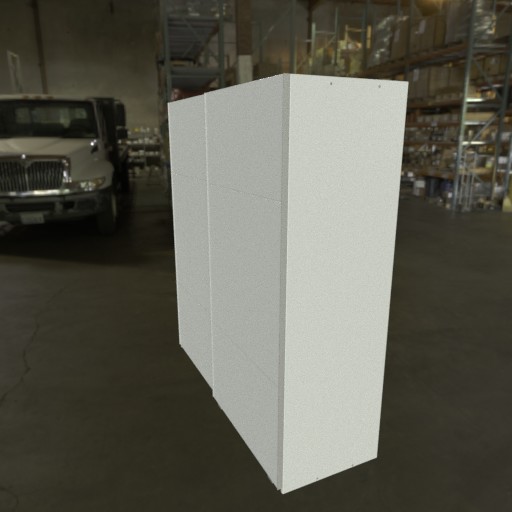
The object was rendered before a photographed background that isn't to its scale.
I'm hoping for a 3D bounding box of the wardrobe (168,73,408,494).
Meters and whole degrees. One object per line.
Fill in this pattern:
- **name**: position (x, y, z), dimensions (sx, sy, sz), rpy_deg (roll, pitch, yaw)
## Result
- **wardrobe**: position (0.000, 0.000, 2.845), dimensions (0.629, 1.960, 1.780), rpy_deg (-7, 17, -25)
